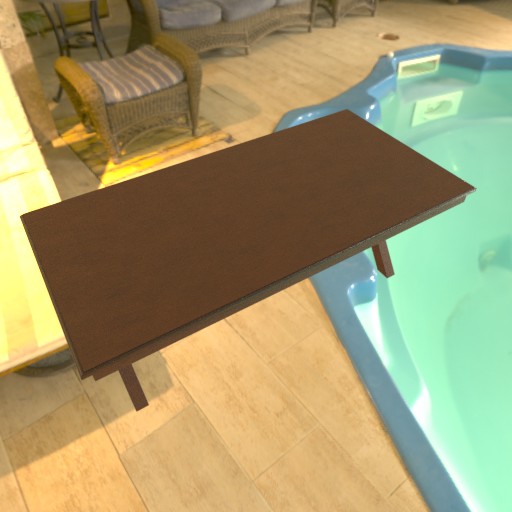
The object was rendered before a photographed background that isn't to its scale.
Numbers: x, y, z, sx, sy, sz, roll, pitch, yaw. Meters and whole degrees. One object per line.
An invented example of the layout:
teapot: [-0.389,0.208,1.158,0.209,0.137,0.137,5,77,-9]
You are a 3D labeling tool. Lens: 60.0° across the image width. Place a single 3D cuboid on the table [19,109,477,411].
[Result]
table: [0.000,0.000,1.446,1.197,0.459,0.594,-24,50,-22]
